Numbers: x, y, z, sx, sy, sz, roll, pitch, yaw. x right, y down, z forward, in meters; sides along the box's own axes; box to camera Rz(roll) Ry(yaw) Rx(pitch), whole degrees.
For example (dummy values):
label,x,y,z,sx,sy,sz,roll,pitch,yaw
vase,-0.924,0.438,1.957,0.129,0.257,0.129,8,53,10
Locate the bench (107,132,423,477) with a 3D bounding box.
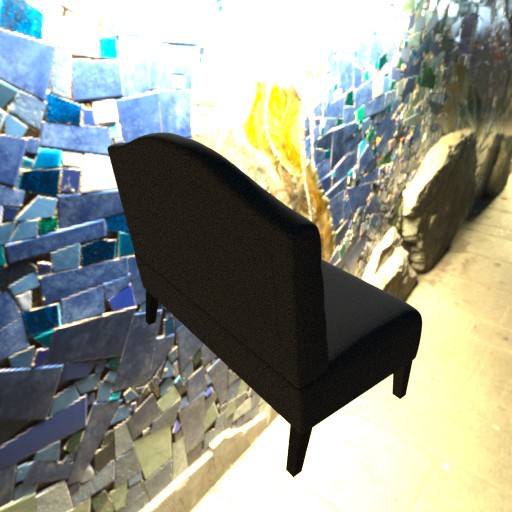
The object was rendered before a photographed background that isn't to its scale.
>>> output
label,x,y,z,sx,sy,sz,roll,pitch,yaw
bench,0.000,0.000,2.055,0.815,1.180,1.335,-19,32,-33
